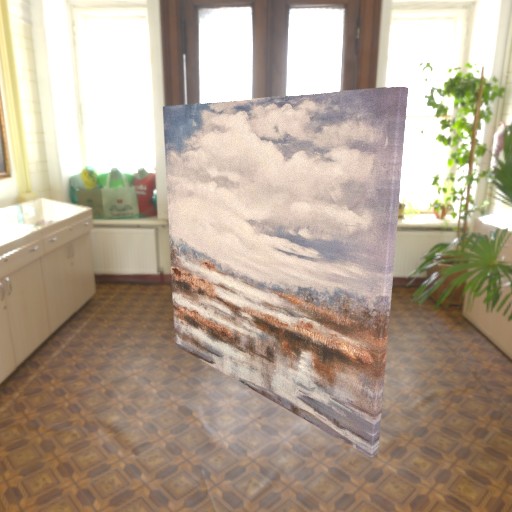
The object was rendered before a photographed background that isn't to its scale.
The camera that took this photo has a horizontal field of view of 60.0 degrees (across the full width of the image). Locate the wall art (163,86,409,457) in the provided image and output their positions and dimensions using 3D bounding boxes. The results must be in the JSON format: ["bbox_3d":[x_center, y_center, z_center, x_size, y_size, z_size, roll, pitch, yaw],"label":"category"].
[{"bbox_3d":[0.000,0.000,1.523,0.040,1.020,1.010,-14,20,-42],"label":"wall art"}]
